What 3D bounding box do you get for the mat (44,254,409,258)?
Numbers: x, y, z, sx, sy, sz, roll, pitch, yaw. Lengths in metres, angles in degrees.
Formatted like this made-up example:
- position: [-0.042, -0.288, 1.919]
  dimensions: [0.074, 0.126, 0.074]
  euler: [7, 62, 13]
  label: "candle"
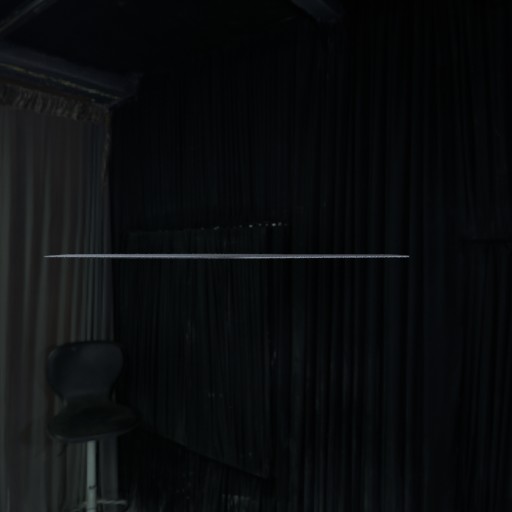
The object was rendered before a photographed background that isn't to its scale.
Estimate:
- position: [0.000, 0.000, 1.935]
  dimensions: [0.918, 0.013, 1.524]
  euler: [0, 0, 37]
  label: "mat"
